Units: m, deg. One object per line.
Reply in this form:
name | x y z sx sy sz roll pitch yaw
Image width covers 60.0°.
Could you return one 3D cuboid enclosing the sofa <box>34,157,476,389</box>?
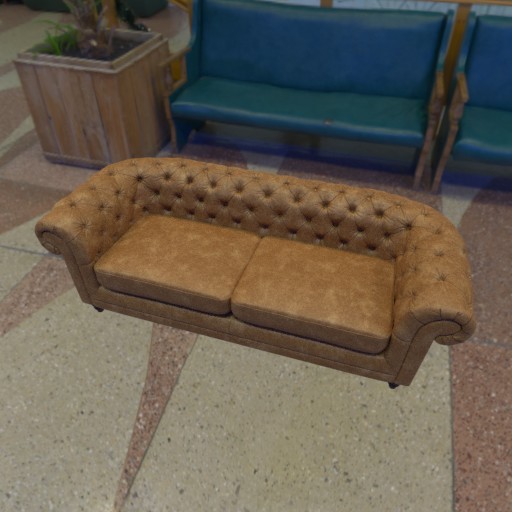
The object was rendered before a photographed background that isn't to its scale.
sofa | 0.000 0.000 2.751 2.365 0.760 0.989 12 42 13
